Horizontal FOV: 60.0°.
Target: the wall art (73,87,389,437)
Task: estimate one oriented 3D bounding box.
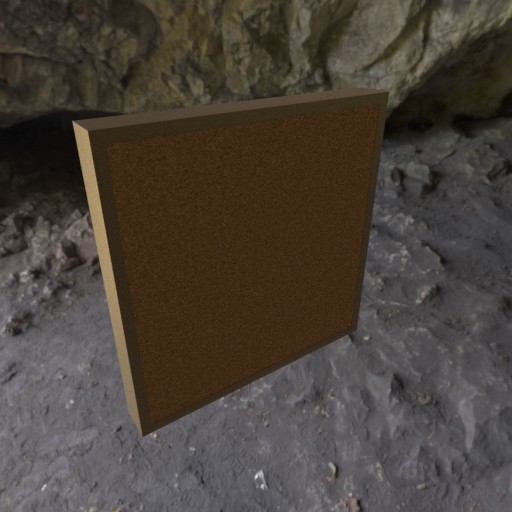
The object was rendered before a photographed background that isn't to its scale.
[{"bbox_3d":[0.000,0.000,0.463,0.304,0.305,0.038,-18,34,-30],"label":"wall art"}]
